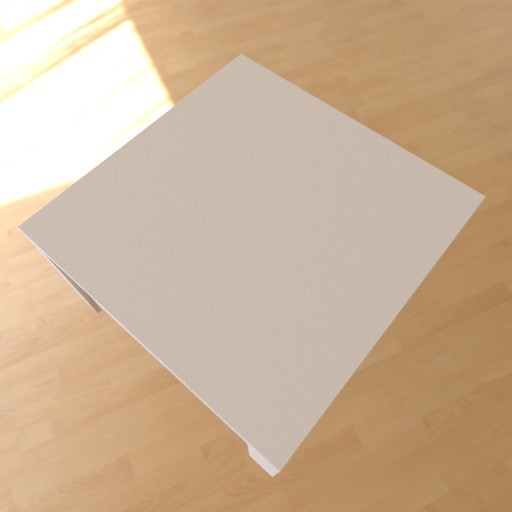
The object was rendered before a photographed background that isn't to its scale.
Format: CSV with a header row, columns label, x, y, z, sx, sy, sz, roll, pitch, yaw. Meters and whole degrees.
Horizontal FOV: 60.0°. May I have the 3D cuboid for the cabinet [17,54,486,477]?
label,x,y,z,sx,sy,sz,roll,pitch,yaw
cabinet,0.000,0.000,1.268,0.800,0.460,0.800,37,68,18
